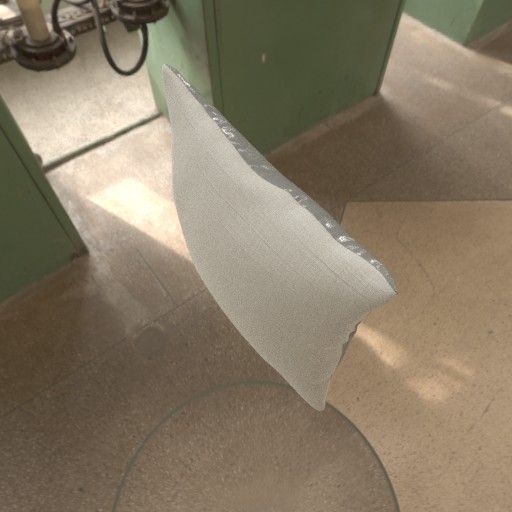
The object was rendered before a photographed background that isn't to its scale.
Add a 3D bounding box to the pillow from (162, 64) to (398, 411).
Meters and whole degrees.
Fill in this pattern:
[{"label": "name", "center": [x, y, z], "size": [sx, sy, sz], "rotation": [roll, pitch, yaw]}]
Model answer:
[{"label": "pillow", "center": [0.000, 0.000, 0.738], "size": [0.175, 0.464, 0.470], "rotation": [-31, 63, -18]}]
